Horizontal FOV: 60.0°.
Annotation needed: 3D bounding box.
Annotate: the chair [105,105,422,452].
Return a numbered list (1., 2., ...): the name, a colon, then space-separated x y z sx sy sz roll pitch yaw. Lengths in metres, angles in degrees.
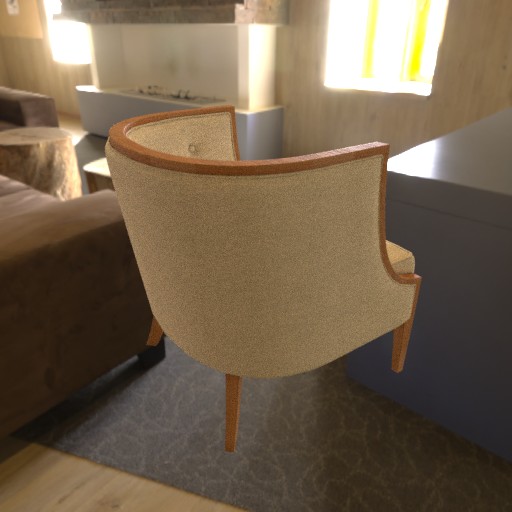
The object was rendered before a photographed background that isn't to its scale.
1. chair: 0.000 0.000 1.351 0.757 0.775 0.711 -18 32 -30
